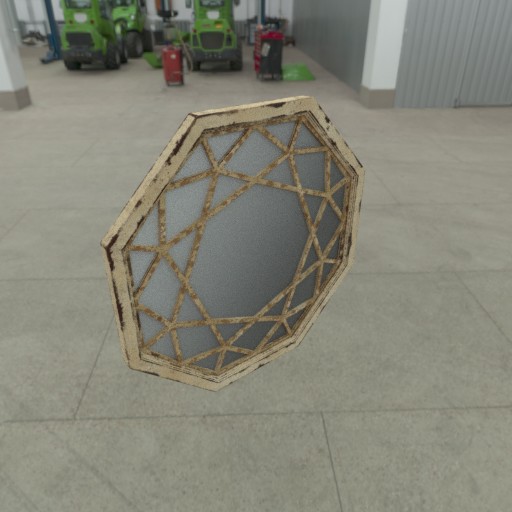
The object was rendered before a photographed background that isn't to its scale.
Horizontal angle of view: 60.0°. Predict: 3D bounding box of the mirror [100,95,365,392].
[{"bbox_3d":[0.000,0.000,0.982,0.648,0.648,0.031,-21,36,-32],"label":"mirror"}]
